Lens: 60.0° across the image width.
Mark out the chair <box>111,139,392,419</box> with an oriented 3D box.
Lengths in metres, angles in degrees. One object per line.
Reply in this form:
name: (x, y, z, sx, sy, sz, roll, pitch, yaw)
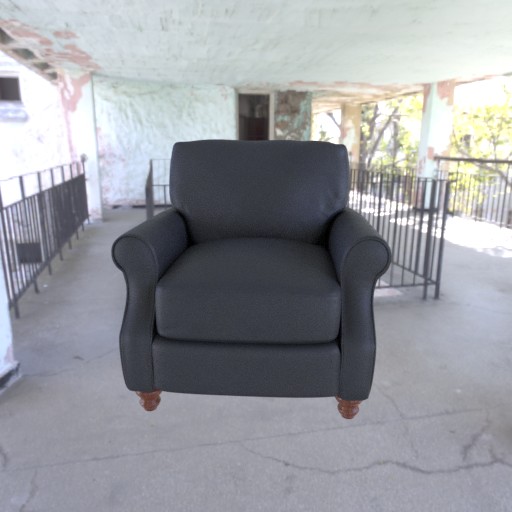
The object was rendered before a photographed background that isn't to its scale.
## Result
chair: (0.000, 0.000, 1.869, 1.015, 0.960, 1.027, 2, 14, 9)
